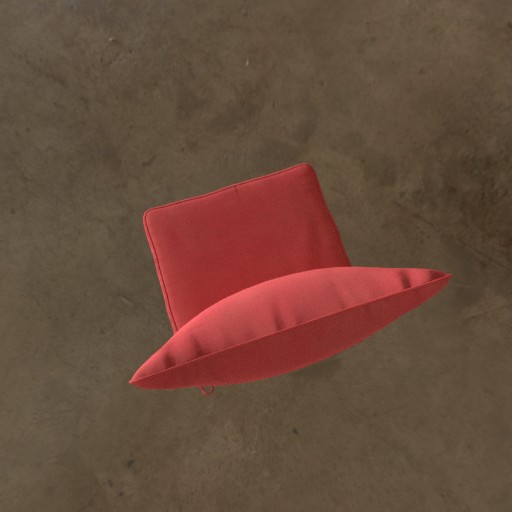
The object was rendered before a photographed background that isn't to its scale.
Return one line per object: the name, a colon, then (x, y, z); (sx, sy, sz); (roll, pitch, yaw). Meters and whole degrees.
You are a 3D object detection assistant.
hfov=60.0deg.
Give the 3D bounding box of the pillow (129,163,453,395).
pillow: (0.000, 0.000, 1.392); (0.798, 0.725, 0.733); (-18, 75, -5)
